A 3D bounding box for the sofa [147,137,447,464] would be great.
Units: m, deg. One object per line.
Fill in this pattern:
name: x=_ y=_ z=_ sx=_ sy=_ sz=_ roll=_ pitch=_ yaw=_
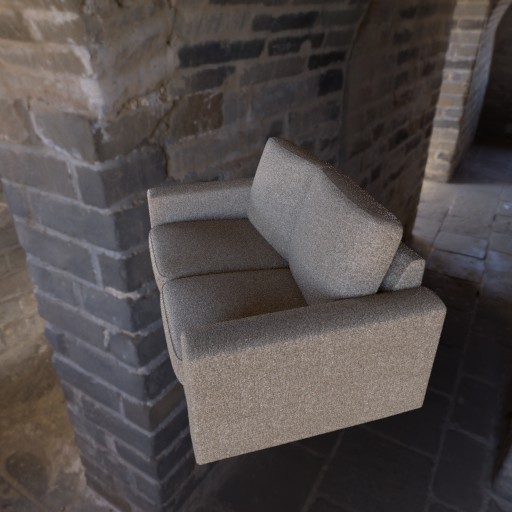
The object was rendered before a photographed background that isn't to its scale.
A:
sofa: x=0.000 y=0.000 z=2.252 sx=1.016 sy=0.873 sz=1.616 roll=-8 pitch=30 yaw=-14
